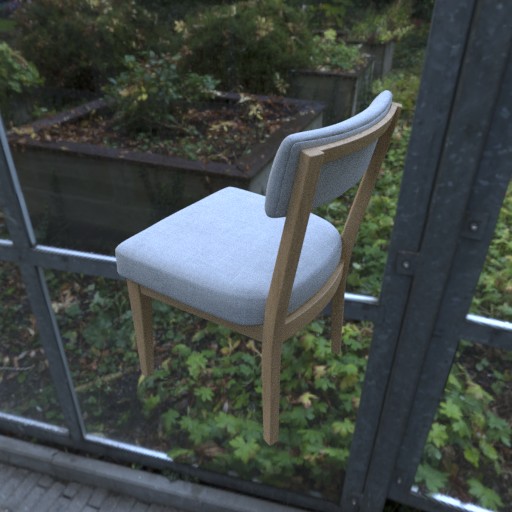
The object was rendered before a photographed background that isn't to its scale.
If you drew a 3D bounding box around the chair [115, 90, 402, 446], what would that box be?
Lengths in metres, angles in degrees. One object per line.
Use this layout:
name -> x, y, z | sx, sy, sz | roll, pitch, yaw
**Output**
chair -> 0.000, 0.000, 1.202 | 0.572, 0.832, 0.508 | 19, 36, 28
